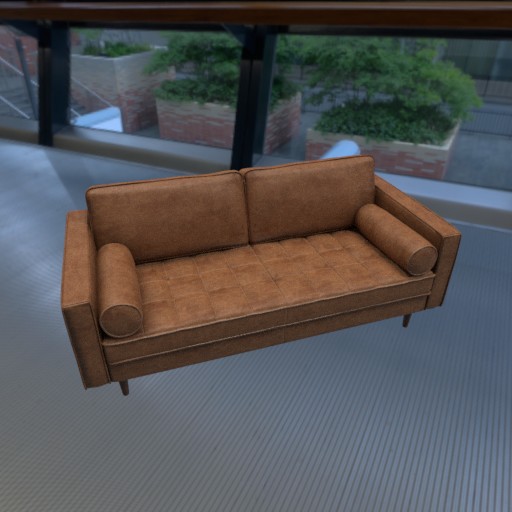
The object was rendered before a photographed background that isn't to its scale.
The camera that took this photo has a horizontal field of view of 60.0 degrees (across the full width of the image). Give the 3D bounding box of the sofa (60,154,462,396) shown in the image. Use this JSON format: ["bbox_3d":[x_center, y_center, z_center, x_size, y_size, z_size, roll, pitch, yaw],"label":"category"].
[{"bbox_3d":[0.000,0.000,2.428,1.920,0.825,0.924,-10,33,-16],"label":"sofa"}]
